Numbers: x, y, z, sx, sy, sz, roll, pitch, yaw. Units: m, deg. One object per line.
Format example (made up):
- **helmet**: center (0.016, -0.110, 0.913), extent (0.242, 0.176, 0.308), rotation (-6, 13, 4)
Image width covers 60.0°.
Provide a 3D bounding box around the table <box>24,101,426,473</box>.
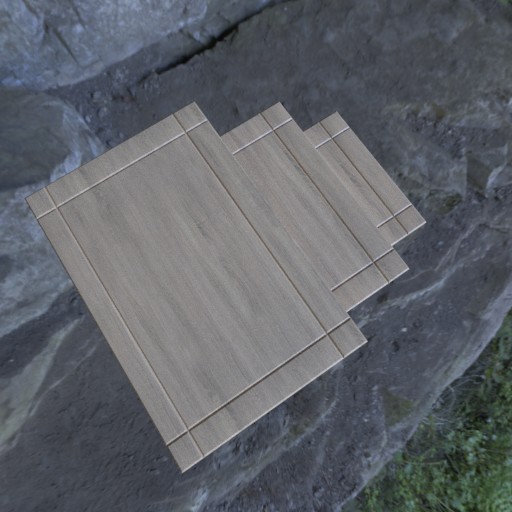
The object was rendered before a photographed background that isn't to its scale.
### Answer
- **table**: center (0.000, 0.000, 1.206), extent (0.773, 0.535, 0.660), rotation (-33, 77, -8)
